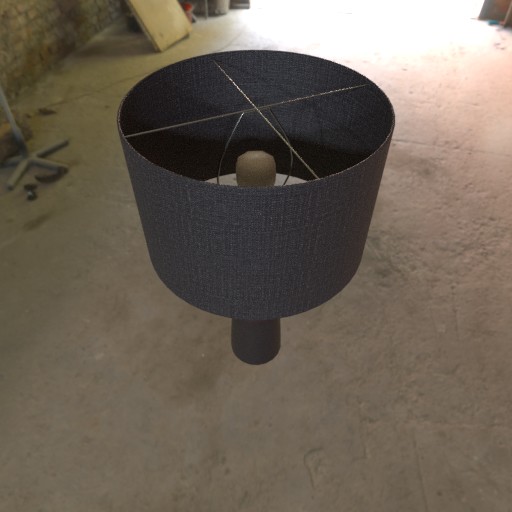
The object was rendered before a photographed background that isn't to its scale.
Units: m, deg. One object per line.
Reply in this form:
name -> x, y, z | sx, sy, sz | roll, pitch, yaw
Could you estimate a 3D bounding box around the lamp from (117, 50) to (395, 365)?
lamp -> 0.000, 0.000, 0.668 | 0.303, 0.488, 0.303 | 0, 46, 0
